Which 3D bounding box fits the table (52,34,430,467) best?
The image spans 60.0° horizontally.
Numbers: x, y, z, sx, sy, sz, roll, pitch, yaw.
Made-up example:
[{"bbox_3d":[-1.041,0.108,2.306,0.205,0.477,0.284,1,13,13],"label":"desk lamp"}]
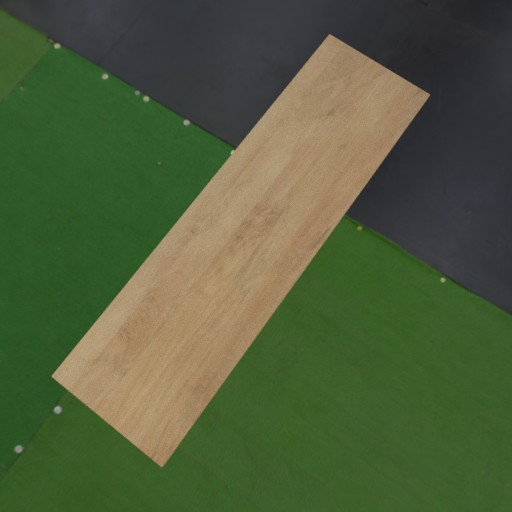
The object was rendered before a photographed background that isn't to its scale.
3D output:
[{"bbox_3d":[0.000,0.000,1.736,0.399,0.799,1.400,35,79,8],"label":"table"}]
